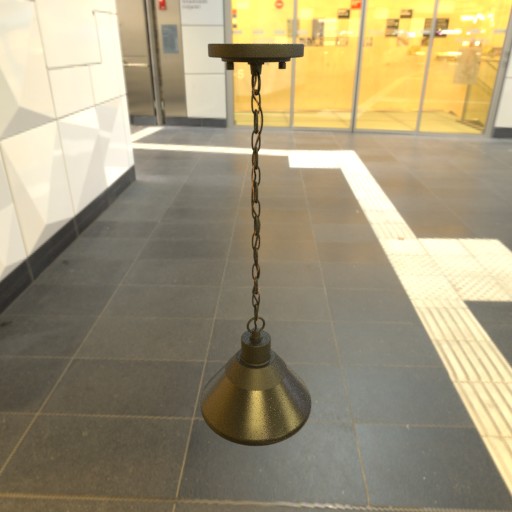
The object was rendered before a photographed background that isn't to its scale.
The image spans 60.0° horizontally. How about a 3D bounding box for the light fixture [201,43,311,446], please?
[{"bbox_3d":[0.000,0.000,0.681,0.201,0.588,0.201,-8,27,-16],"label":"light fixture"}]
